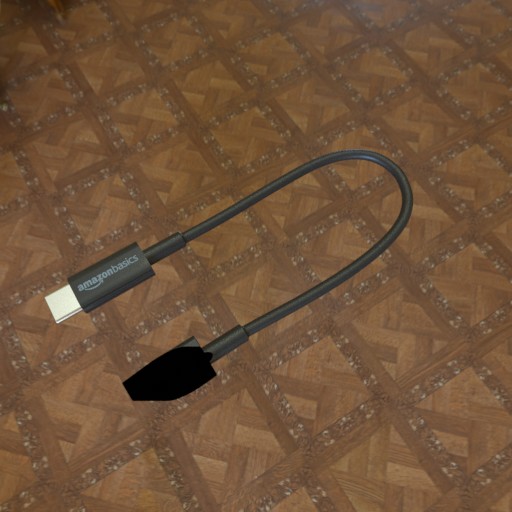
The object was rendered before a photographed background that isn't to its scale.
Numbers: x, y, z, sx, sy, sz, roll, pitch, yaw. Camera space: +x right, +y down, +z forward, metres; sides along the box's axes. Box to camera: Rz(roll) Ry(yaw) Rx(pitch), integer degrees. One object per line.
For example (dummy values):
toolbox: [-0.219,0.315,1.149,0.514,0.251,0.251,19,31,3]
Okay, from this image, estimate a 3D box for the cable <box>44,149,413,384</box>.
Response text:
cable: [0.000,0.000,0.113,0.098,0.006,0.040,-30,67,-14]
